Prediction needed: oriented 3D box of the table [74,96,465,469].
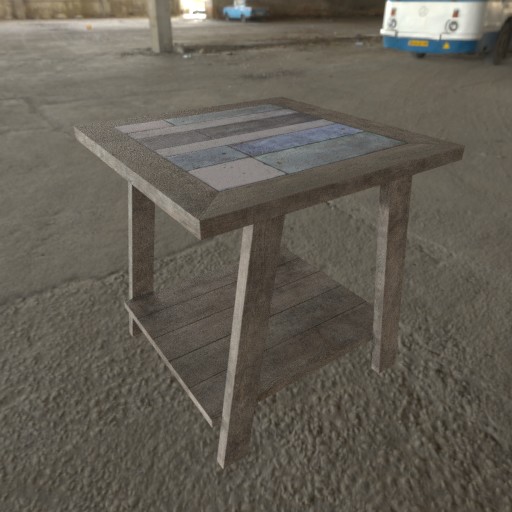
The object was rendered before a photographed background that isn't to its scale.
[{"bbox_3d":[0.000,0.000,1.118,0.610,0.610,0.610,-19,36,-29],"label":"table"}]
